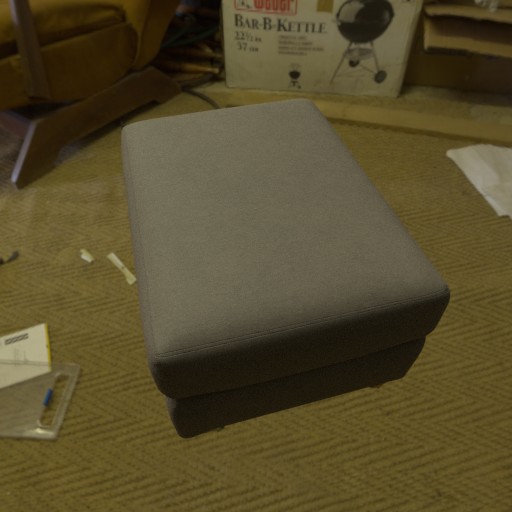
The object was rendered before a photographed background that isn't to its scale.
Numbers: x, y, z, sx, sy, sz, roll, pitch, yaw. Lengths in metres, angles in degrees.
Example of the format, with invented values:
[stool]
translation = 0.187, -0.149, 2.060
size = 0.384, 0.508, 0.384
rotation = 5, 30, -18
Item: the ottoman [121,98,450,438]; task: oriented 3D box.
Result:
[ottoman]
translation = 0.000, 0.000, 1.144
size = 0.574, 0.497, 0.773
rotation = -11, 48, -10
